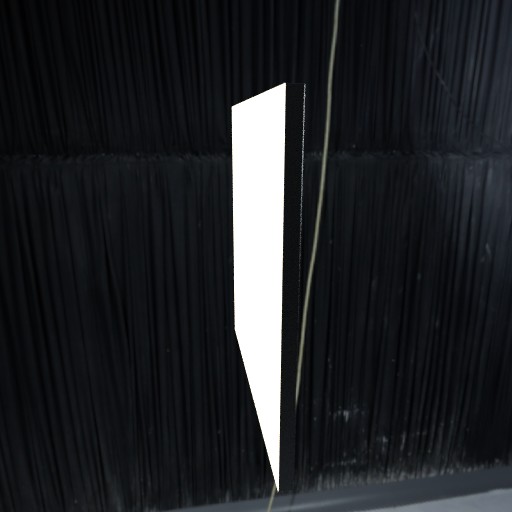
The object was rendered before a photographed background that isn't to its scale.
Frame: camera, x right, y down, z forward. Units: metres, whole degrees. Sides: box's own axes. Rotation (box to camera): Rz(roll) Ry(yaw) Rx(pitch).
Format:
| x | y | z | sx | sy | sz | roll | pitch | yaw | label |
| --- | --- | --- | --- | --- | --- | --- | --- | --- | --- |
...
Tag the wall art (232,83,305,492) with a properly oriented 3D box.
| x | y | z | sx | sy | sz | roll | pitch | yaw | label |
| --- | --- | --- | --- | --- | --- | --- | --- | --- | --- |
| 0.000 | 0.000 | 1.160 | 0.031 | 0.775 | 0.773 | -3 | 16 | -9 | wall art |
